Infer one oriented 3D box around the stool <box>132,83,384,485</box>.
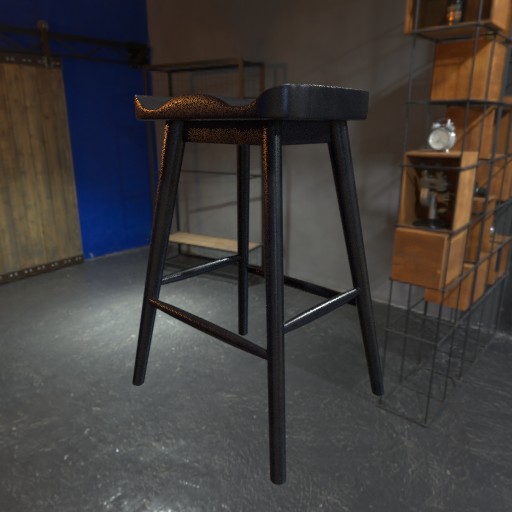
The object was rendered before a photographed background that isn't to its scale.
[{"bbox_3d":[0.000,0.000,0.893,0.440,0.615,0.361,15,22,41],"label":"stool"}]
